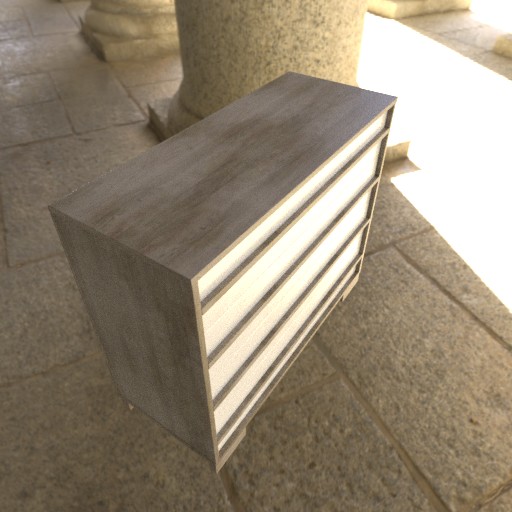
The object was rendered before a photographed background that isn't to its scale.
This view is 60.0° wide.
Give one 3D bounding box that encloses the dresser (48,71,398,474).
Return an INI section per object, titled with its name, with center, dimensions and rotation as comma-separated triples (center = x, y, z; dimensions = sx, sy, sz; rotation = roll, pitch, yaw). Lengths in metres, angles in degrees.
[dresser]
center = 0.000, 0.000, 1.441
dimensions = 0.404, 0.816, 0.994
rotation = 24, 47, 25
